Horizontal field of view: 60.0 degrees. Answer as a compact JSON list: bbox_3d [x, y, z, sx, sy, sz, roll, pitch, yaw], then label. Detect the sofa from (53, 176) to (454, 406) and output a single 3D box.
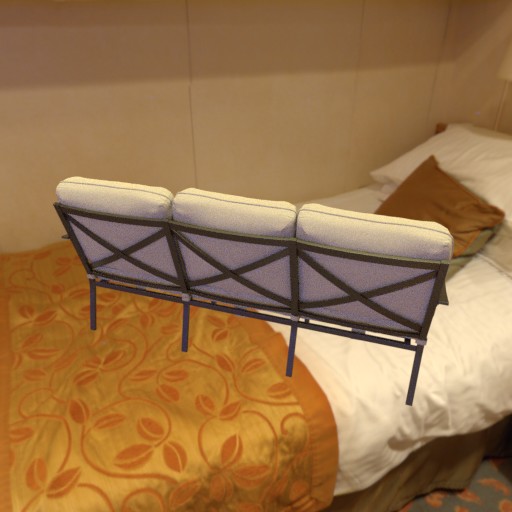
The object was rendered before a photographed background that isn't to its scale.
[{"bbox_3d":[0.000,0.000,2.236,1.740,0.860,0.787,9,31,16],"label":"sofa"}]
